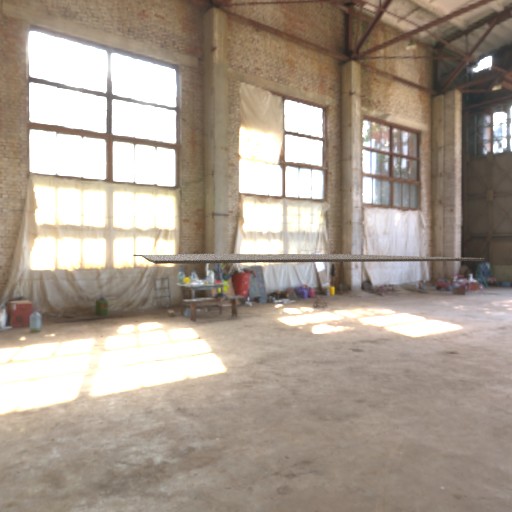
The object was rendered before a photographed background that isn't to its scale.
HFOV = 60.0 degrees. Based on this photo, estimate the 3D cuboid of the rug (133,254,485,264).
[{"bbox_3d":[0.000,0.000,2.272,1.162,0.022,1.804,0,1,-17],"label":"rug"}]
